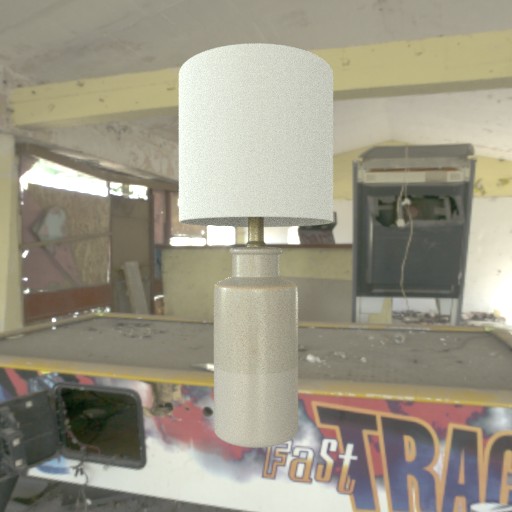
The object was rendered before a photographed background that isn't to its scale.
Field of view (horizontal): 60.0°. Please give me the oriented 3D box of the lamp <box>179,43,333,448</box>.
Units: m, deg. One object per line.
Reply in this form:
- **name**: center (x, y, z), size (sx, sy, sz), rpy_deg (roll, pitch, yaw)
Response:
- **lamp**: center (0.000, 0.000, 0.619), size (0.212, 0.493, 0.212), rpy_deg (0, 1, -37)
